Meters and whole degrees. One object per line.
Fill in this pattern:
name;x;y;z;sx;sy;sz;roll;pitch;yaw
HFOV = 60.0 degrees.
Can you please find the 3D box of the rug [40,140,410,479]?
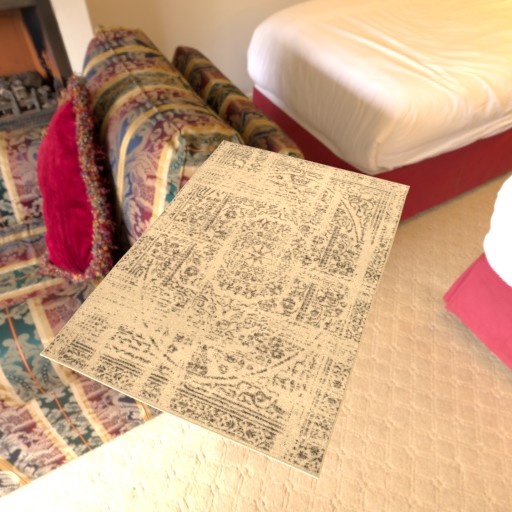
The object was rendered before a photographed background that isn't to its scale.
rug;0.000;0.000;3.098;1.706;0.026;2.438;18;50;16
